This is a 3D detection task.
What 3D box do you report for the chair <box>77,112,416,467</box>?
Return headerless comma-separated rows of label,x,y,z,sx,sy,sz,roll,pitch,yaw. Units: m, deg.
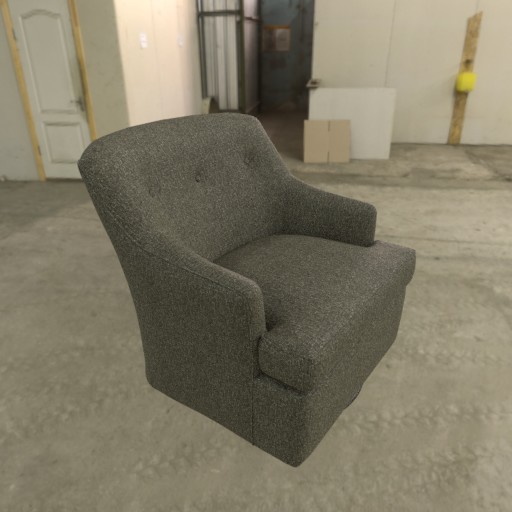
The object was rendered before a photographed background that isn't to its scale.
chair,0.000,0.000,1.572,0.923,0.856,0.864,18,32,32
